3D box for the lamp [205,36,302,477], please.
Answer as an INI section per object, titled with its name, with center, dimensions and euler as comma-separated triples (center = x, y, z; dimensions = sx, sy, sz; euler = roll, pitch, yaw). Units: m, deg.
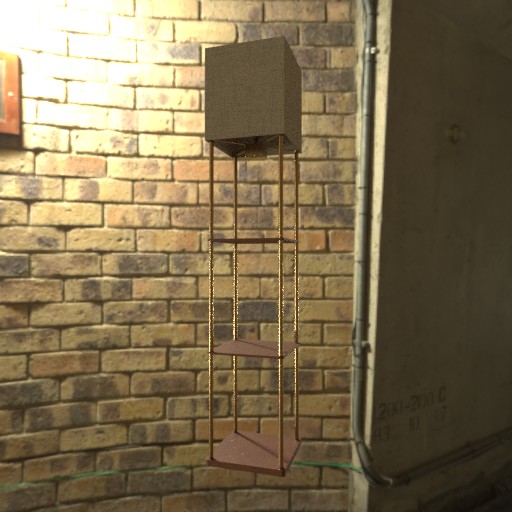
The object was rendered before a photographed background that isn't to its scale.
[lamp]
center = 0.000, 0.000, 1.766
dimensions = 0.310, 1.569, 0.308
euler = 0, -1, 17
